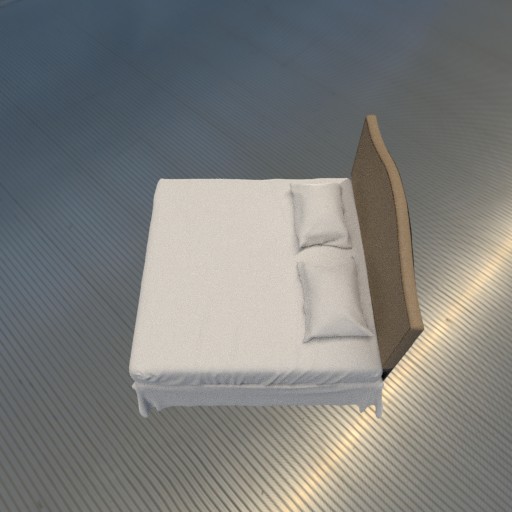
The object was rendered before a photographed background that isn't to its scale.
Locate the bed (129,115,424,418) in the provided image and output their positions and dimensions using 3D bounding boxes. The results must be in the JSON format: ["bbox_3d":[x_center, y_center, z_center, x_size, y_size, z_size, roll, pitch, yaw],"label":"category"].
[{"bbox_3d":[0.000,0.000,3.758,2.222,1.651,2.311,0,57,0],"label":"bed"}]
